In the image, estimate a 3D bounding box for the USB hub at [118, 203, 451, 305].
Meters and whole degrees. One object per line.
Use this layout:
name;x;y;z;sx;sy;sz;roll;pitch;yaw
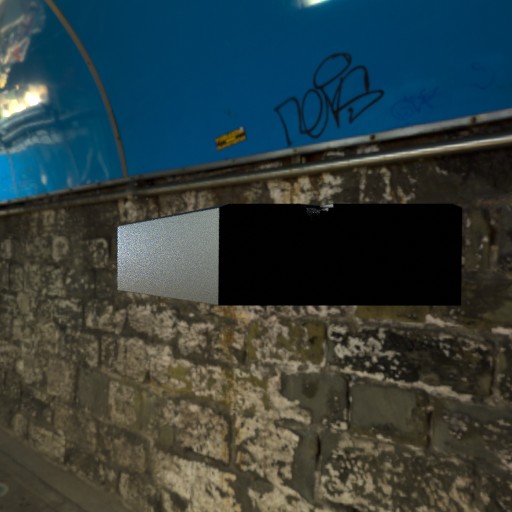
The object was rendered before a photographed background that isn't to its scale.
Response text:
USB hub;0.000;0.000;0.126;0.044;0.023;0.110;1;-1;-36
